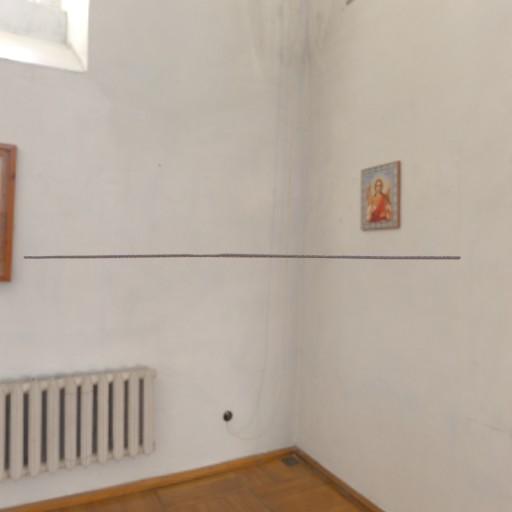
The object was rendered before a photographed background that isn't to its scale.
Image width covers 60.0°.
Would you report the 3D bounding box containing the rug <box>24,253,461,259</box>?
[{"bbox_3d":[0.000,0.000,2.947,2.307,0.030,1.604,0,0,18],"label":"rug"}]
